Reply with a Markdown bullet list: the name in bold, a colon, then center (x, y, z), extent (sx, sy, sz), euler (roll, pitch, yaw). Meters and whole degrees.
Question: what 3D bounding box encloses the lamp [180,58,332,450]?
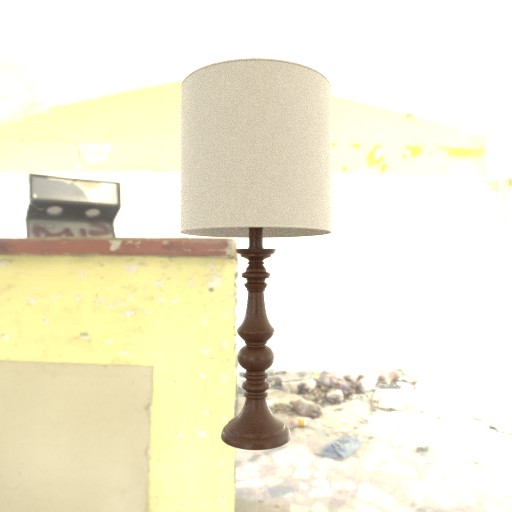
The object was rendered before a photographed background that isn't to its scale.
- **lamp**: center (0.000, 0.000, 0.742), extent (0.250, 0.597, 0.250), euler (0, -1, 19)
